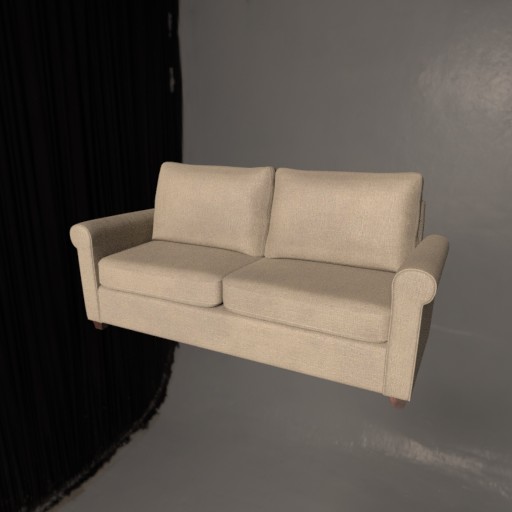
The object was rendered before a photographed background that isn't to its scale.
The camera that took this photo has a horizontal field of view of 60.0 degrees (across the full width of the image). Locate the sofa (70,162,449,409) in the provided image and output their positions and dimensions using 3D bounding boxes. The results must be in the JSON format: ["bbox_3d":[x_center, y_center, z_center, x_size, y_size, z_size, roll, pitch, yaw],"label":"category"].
[{"bbox_3d":[0.000,0.000,2.465,1.935,0.942,0.842,8,18,26],"label":"sofa"}]
